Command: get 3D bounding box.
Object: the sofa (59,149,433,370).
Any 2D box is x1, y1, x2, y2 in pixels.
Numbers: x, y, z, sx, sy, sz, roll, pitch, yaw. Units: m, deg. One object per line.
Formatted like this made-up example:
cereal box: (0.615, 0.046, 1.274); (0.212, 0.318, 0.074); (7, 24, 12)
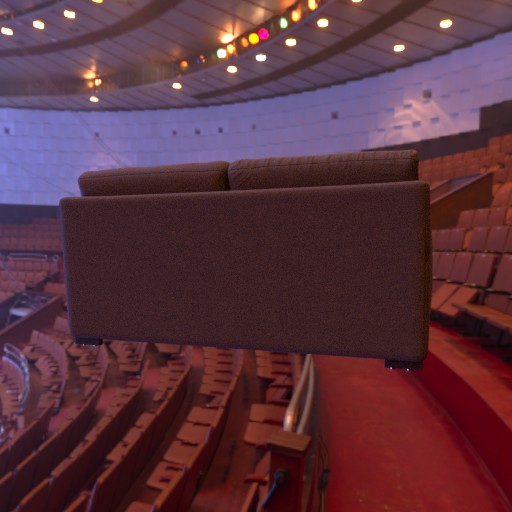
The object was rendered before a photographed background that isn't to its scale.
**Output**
sofa: (0.000, 0.000, 2.555); (1.869, 0.950, 1.140); (0, 1, 18)
